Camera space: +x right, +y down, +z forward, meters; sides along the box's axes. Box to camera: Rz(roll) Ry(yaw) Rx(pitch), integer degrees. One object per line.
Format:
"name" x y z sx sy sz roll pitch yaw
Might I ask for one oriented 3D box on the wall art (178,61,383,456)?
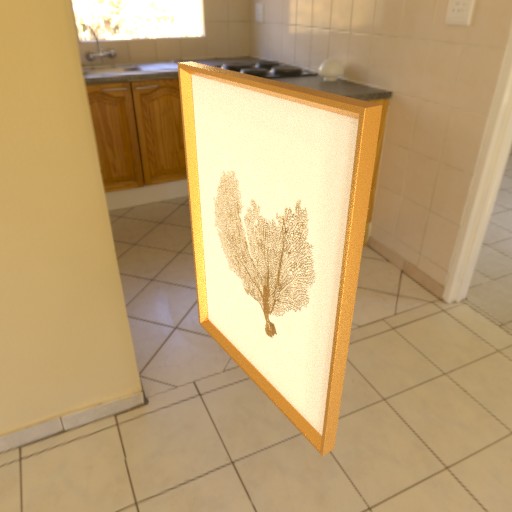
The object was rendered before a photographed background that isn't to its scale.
"wall art" 0.000 0.000 1.080 0.038 0.812 0.610 -20 36 -30
